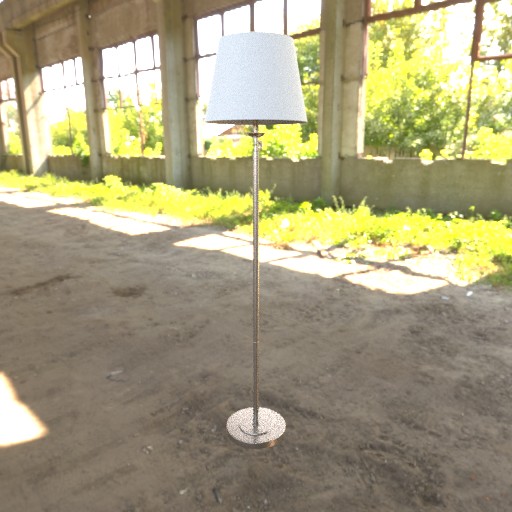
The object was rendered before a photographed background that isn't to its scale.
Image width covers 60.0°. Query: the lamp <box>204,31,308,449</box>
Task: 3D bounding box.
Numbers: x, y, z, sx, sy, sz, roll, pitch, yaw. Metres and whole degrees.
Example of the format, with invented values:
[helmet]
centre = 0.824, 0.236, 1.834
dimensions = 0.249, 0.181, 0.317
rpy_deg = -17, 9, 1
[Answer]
[lamp]
centre = 0.000, 0.000, 1.650
dimensions = 0.355, 1.473, 0.355
rpy_deg = 0, 14, 0
